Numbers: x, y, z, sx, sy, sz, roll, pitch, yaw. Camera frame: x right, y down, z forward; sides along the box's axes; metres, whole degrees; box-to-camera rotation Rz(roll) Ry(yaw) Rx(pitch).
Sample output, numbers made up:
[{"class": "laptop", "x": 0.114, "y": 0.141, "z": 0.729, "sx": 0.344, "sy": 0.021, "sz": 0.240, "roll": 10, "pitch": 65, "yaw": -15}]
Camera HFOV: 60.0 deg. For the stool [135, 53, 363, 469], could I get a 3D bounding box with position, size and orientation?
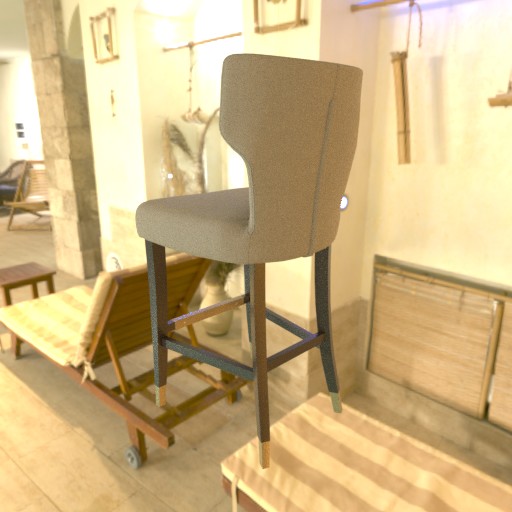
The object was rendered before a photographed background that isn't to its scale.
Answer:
[{"class": "stool", "x": 0.000, "y": 0.000, "z": 1.387, "sx": 0.526, "sy": 1.092, "sz": 0.563, "roll": -16, "pitch": 23, "yaw": -42}]
